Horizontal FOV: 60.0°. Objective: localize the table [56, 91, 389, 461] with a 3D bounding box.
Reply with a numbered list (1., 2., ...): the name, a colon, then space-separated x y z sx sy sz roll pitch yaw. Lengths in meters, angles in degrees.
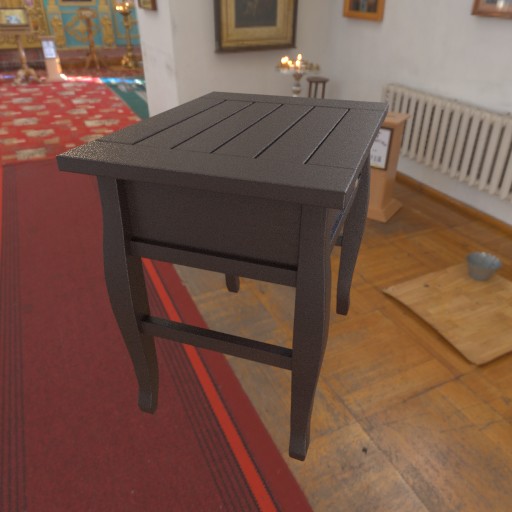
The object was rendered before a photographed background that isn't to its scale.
1. table: 0.000 0.000 1.029 0.460 0.605 0.602 10 32 17
